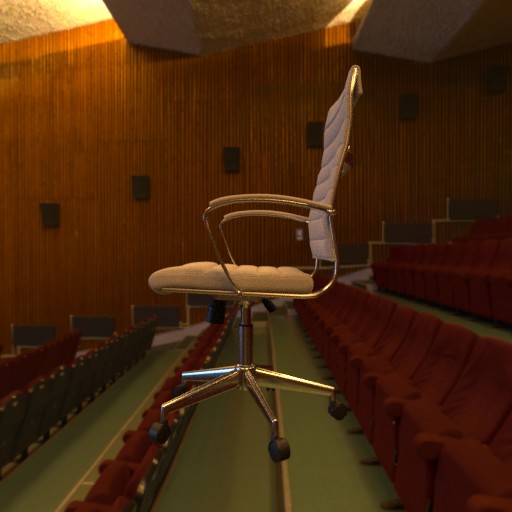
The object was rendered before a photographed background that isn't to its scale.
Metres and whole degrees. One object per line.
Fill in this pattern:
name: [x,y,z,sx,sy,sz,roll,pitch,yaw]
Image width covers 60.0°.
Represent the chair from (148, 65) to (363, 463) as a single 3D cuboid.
chair: [0.000,0.000,1.549,0.667,1.149,0.679,0,1,0]
